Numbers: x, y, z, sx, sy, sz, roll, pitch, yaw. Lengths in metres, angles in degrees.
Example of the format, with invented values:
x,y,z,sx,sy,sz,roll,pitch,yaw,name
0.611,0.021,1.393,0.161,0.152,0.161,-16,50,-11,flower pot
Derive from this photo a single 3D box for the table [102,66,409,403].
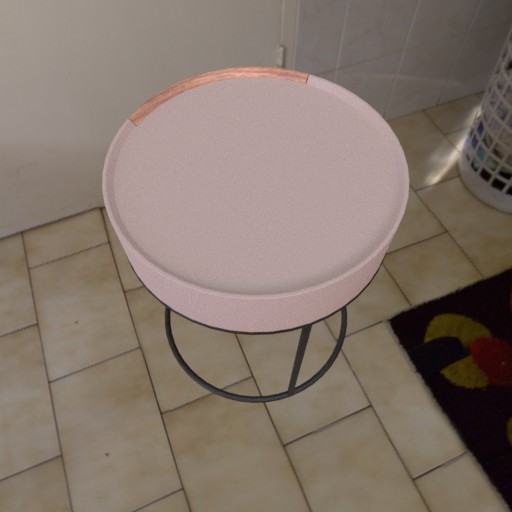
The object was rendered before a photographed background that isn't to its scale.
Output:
x,y,z,sx,sy,sz,roll,pitch,yaw,name
0.000,0.000,0.880,0.450,0.530,0.450,0,59,0,table
